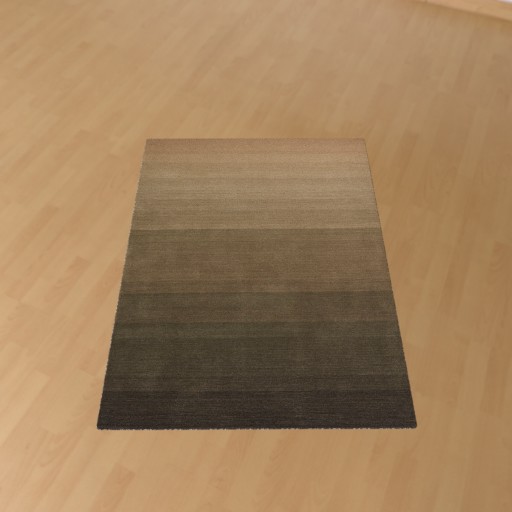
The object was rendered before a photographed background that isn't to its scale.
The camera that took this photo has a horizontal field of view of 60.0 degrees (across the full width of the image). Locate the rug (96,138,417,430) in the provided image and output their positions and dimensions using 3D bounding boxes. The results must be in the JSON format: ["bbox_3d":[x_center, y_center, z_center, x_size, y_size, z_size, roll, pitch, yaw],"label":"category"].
[{"bbox_3d":[0.000,0.000,3.918,2.306,0.017,2.902,0,59,0],"label":"rug"}]
